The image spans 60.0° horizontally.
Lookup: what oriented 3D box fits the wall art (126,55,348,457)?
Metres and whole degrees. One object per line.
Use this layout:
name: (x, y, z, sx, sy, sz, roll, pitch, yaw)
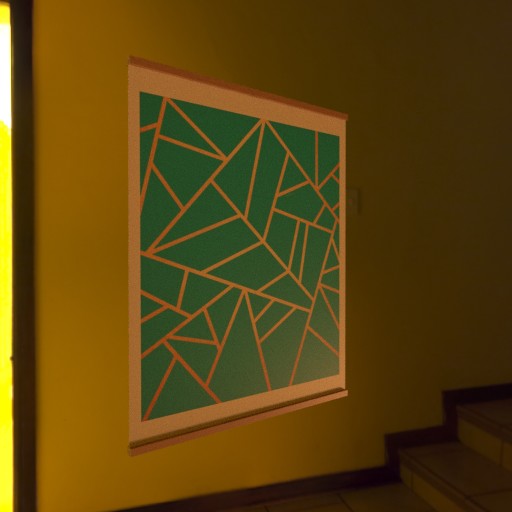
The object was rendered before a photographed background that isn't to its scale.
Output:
wall art: (0.000, 0.000, 0.686, 0.405, 0.508, 0.012, 0, 1, -37)
